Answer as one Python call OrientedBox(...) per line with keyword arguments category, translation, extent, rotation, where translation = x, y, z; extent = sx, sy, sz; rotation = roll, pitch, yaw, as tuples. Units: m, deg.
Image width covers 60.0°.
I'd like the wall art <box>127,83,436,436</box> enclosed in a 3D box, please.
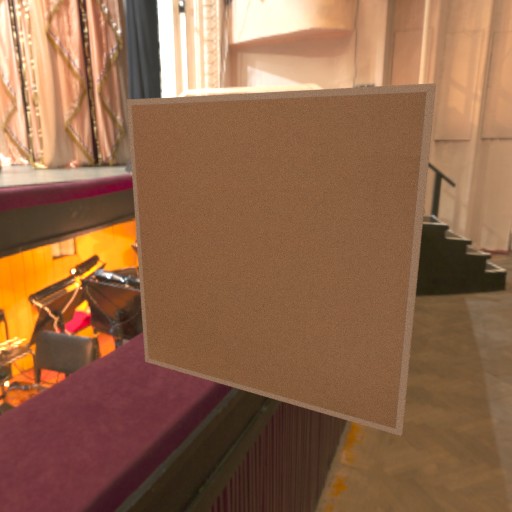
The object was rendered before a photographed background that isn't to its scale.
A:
OrientedBox(category="wall art", translation=(0.000, 0.000, 1.168), extent=(0.809, 0.809, 0.012), rotation=(8, 16, 27))
